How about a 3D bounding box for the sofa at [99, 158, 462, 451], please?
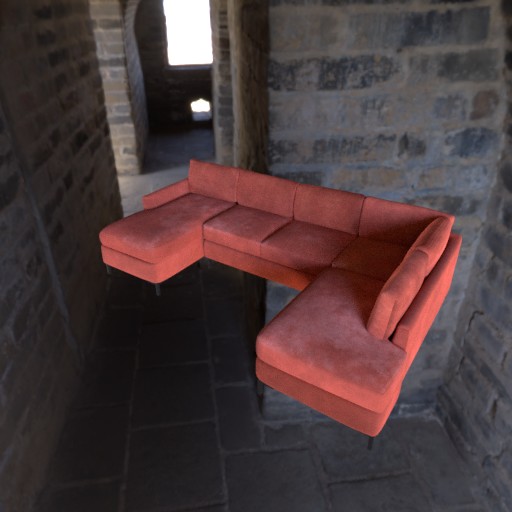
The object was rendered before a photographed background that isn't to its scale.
[{"bbox_3d":[0.000,0.000,3.812,2.971,0.858,1.981,18,34,29],"label":"sofa"}]
